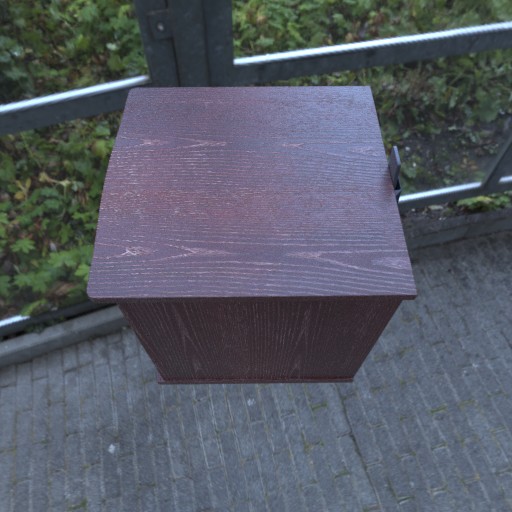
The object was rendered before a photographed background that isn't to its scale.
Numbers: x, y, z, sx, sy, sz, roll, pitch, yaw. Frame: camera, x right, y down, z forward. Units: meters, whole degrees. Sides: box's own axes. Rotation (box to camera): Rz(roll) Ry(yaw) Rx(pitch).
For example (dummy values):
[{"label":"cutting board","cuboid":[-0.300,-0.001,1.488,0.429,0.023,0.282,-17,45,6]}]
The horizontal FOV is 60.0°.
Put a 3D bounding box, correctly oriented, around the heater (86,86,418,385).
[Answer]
[{"label":"heater","cuboid":[0.000,0.000,0.764,0.400,0.481,0.362,-1,58,0]}]
